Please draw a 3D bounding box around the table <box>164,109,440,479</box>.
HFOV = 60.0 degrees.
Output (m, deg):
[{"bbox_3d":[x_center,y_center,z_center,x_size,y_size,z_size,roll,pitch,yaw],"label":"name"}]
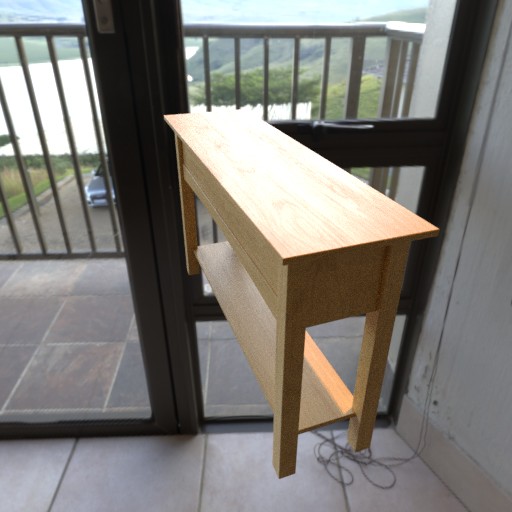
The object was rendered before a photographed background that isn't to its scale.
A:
[{"bbox_3d":[0.000,0.000,1.543,0.350,0.730,1.240,-10,32,-17],"label":"table"}]
